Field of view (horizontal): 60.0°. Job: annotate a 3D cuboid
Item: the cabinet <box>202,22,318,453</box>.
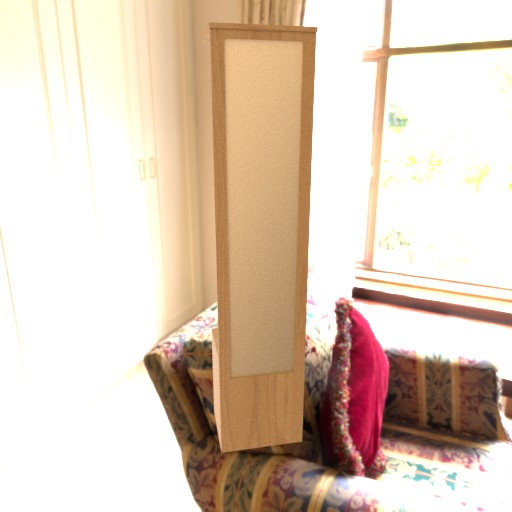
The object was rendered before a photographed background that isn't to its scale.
[{"bbox_3d":[0.000,0.000,2.060,0.411,1.879,0.338,-3,17,-11],"label":"cabinet"}]
